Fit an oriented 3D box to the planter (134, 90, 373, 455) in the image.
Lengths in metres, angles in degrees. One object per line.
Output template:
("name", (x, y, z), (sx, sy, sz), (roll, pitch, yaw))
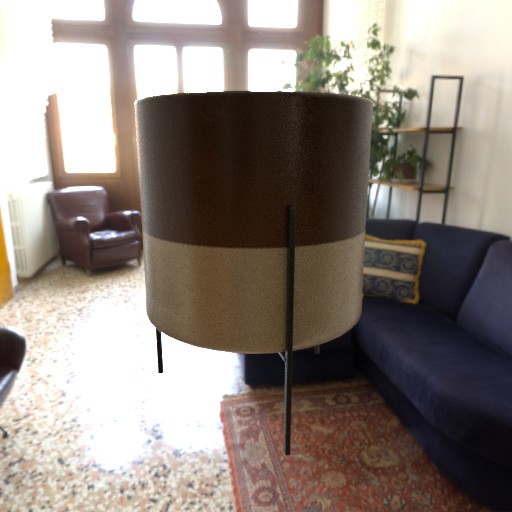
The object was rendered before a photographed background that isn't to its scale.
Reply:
("planter", (0.000, 0.000, 0.713), (0.354, 0.465, 0.345), (-14, 20, -43))
